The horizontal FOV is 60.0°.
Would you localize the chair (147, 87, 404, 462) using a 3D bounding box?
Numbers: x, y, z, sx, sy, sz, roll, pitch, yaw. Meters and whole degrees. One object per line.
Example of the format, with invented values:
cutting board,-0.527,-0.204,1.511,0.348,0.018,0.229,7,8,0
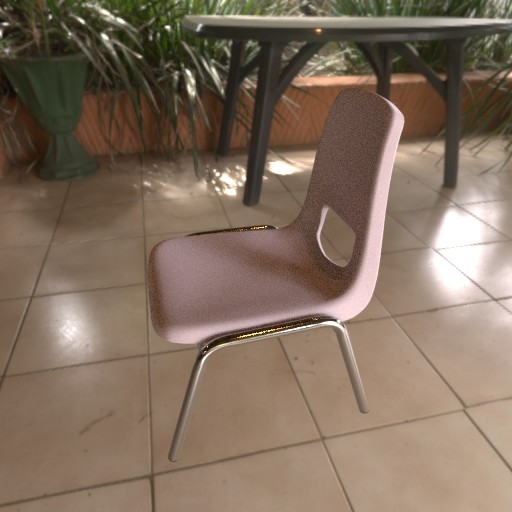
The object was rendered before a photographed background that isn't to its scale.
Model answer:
chair,0.000,0.000,0.780,0.385,0.536,0.354,-7,31,-12
